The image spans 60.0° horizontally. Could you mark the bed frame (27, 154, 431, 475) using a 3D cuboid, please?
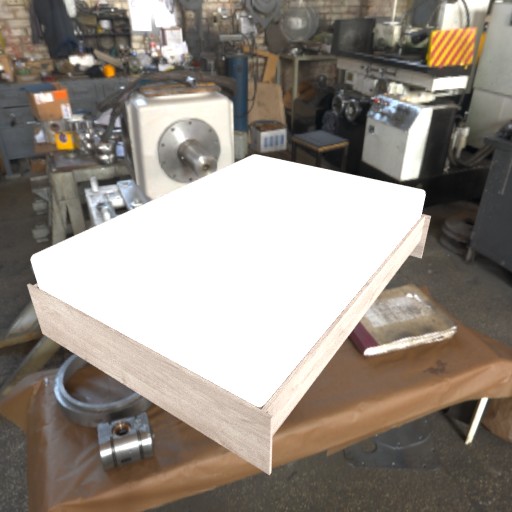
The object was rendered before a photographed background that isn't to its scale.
[{"bbox_3d":[0.000,0.000,2.593,1.445,0.497,1.945,19,36,29],"label":"bed frame"}]
